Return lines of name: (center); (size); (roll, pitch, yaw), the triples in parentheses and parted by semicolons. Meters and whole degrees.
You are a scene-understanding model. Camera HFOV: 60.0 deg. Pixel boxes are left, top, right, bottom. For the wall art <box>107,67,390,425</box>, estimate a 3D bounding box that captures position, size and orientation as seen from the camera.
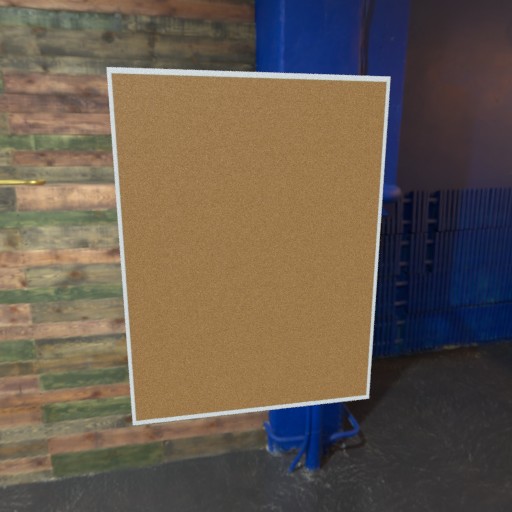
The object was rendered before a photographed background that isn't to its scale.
wall art: (0.000, 0.000, 1.361); (0.795, 1.050, 0.039); (-3, 14, -11)
